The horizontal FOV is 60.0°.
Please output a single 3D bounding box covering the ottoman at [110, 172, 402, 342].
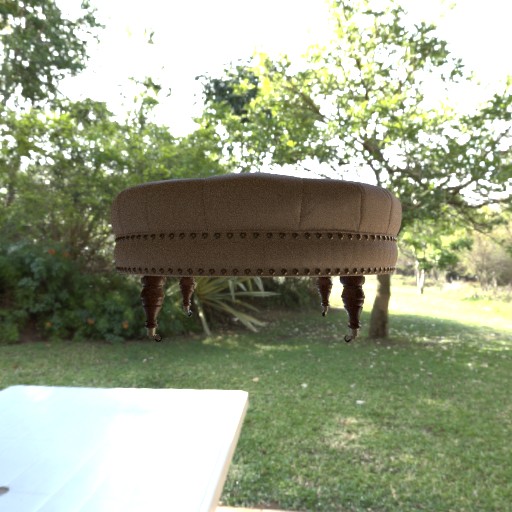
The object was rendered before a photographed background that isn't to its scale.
[{"bbox_3d":[0.000,0.000,1.502,0.940,0.483,0.940,0,0,0],"label":"ottoman"}]
